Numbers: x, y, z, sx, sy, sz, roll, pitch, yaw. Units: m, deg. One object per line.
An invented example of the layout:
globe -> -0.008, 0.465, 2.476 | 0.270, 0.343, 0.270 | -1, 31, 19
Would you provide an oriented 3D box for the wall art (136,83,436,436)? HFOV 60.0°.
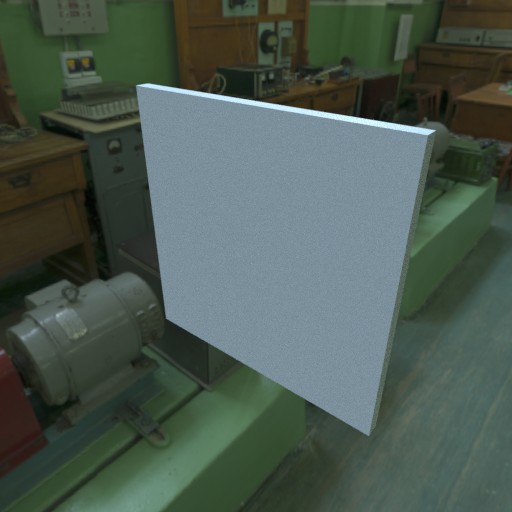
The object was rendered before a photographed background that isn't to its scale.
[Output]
wall art -> 0.000, 0.000, 0.842 | 0.559, 0.559, 0.028 | 22, 37, 32
